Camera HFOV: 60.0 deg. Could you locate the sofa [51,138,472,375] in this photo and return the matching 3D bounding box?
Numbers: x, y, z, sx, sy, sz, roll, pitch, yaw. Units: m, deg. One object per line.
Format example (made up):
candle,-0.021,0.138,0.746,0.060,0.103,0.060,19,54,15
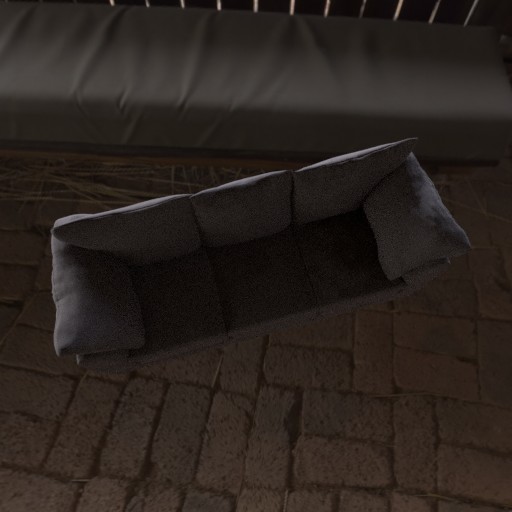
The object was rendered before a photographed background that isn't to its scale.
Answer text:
sofa,0.000,0.000,2.836,2.377,0.981,0.893,-14,65,-7
